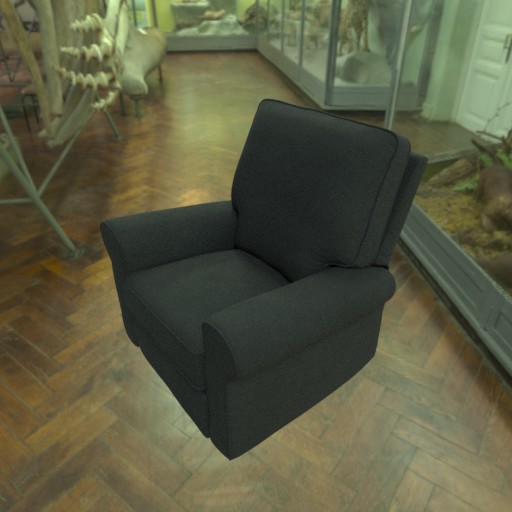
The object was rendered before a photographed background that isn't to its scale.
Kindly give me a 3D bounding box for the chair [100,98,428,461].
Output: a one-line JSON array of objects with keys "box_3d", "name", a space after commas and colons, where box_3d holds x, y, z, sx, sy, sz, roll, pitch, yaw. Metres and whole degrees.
[{"box_3d": [0.000, 0.000, 1.644, 0.878, 0.961, 0.890, -23, 39, -32], "name": "chair"}]
